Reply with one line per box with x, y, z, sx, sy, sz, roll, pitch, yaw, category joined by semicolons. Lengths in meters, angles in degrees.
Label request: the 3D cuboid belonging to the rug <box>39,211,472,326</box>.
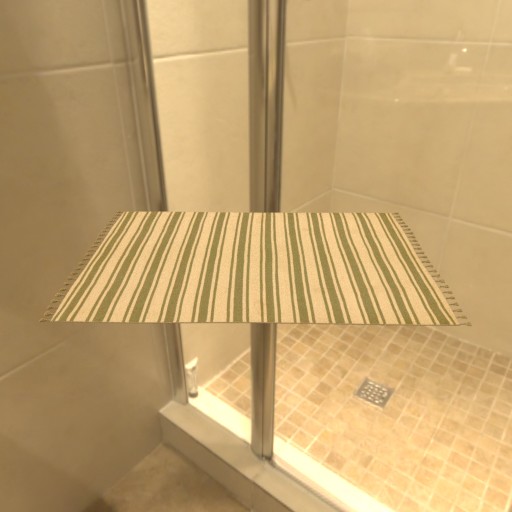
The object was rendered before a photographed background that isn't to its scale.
0.000;0.000;3.129;2.435;0.018;1.540;0;29;1;rug
